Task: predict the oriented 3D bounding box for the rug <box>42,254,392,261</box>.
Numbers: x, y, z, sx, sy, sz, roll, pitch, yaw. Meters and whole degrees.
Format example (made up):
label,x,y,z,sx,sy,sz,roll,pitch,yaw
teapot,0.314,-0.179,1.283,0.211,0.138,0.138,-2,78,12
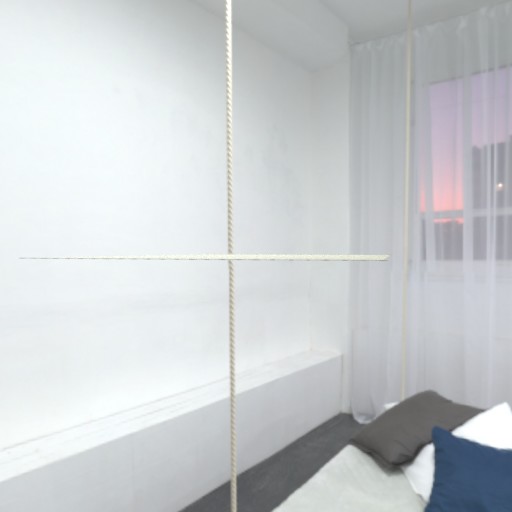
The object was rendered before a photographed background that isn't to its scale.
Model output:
label,x,y,z,sx,sy,sz,roll,pitch,yaw
rug,0.000,0.000,4.182,2.439,0.005,3.201,0,1,17
